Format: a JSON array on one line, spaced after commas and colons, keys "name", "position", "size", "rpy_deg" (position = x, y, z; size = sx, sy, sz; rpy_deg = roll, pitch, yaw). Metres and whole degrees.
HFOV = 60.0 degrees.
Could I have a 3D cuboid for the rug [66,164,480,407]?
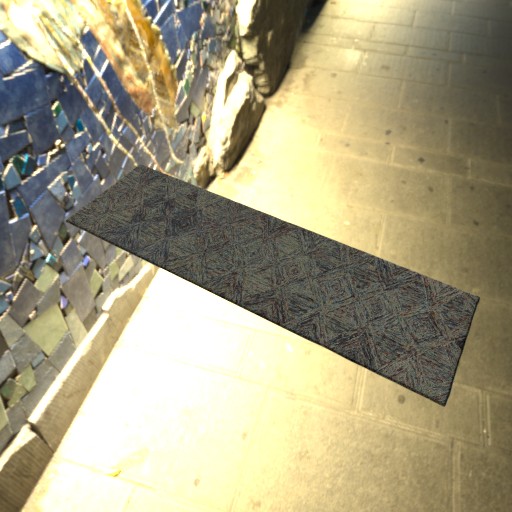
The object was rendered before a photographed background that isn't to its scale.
[{"name": "rug", "position": [0.000, 0.000, 2.488], "size": [2.292, 0.015, 0.688], "rpy_deg": [24, 51, 21]}]
